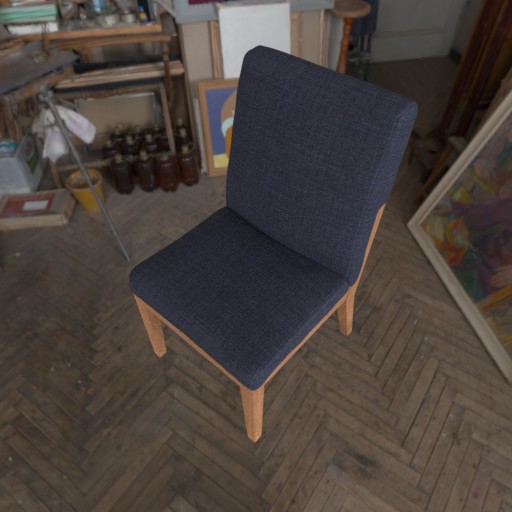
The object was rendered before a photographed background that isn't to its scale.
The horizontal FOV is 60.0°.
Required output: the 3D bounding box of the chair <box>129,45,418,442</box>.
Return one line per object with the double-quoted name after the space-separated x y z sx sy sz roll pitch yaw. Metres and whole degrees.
0.000 0.000 1.276 0.507 0.911 0.586 33 56 26 "chair"
